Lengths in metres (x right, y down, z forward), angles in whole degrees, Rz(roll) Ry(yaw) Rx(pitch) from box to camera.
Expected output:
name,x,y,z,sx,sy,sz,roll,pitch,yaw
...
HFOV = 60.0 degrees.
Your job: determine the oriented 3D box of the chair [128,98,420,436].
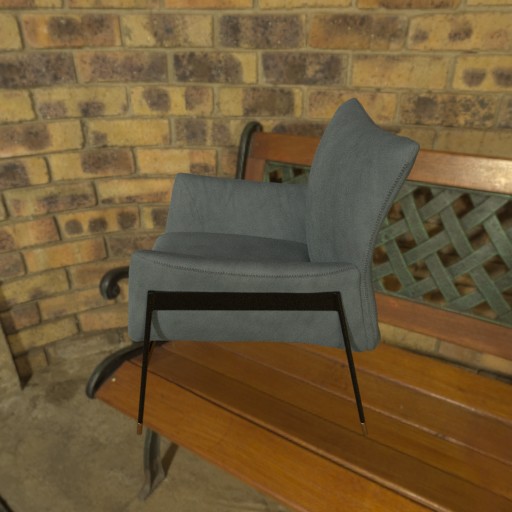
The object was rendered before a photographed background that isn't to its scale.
name,x,y,z,sx,sy,sz,roll,pitch,yaw
chair,0.000,0.000,1.387,0.709,0.858,0.678,0,27,0
